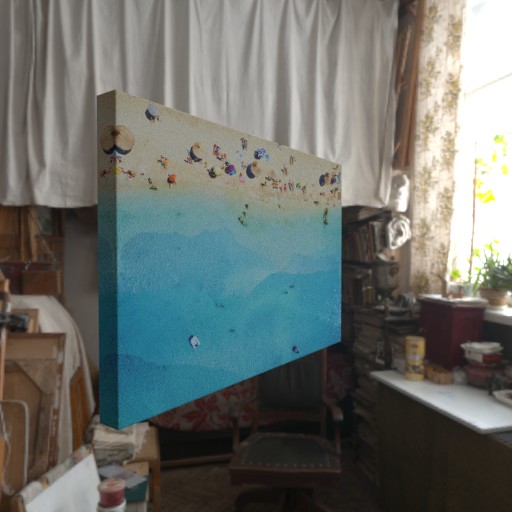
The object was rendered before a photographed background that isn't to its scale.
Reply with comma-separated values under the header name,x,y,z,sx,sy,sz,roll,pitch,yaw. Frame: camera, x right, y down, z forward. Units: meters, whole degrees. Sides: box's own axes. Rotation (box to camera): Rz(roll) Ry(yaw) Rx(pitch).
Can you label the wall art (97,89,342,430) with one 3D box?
name,x,y,z,sx,sy,sz,roll,pitch,yaw
wall art,0.000,0.000,0.782,0.039,0.406,0.609,1,2,36
